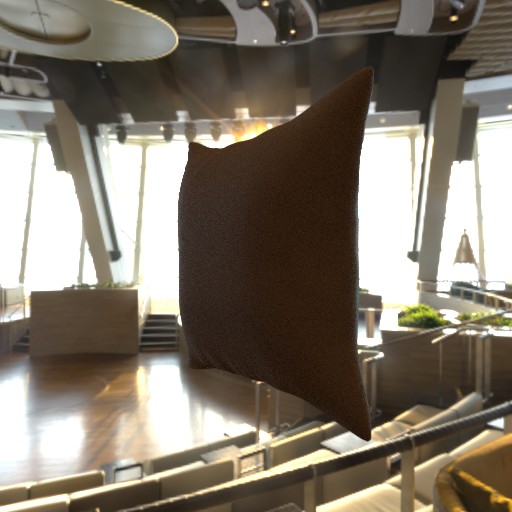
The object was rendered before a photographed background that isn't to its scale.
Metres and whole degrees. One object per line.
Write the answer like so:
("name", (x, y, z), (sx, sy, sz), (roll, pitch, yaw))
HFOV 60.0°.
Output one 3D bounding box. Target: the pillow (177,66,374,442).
("pillow", (0.000, 0.000, 0.693), (0.168, 0.443, 0.453), (0, 1, -36))
